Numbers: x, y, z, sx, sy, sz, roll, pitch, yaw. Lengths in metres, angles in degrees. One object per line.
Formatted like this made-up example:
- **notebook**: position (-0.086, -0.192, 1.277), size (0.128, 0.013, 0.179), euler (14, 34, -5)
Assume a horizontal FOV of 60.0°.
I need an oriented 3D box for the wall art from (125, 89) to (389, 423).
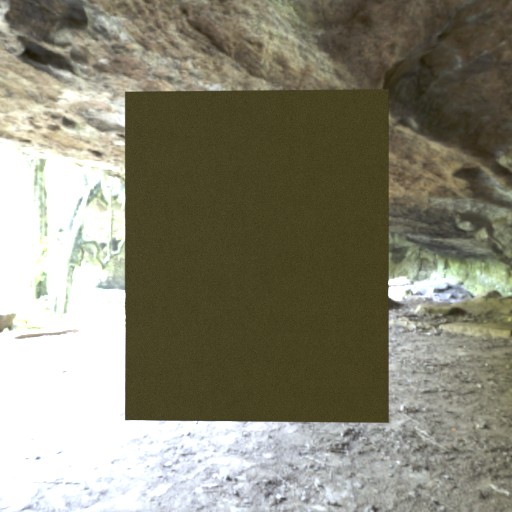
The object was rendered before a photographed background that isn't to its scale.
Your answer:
- **wall art**: position (0.000, 0.000, 1.354), size (0.798, 1.002, 0.030), euler (0, 0, 1)
